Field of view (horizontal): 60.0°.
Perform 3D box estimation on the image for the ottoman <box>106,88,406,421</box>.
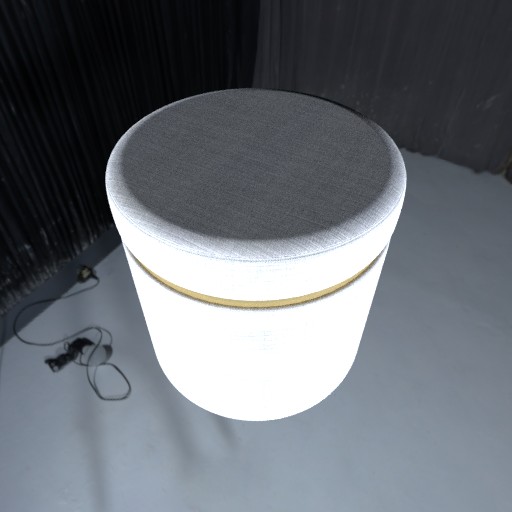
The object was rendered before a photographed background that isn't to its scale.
[{"bbox_3d":[0.000,0.000,0.735,0.400,0.406,0.400,0,46,0],"label":"ottoman"}]
